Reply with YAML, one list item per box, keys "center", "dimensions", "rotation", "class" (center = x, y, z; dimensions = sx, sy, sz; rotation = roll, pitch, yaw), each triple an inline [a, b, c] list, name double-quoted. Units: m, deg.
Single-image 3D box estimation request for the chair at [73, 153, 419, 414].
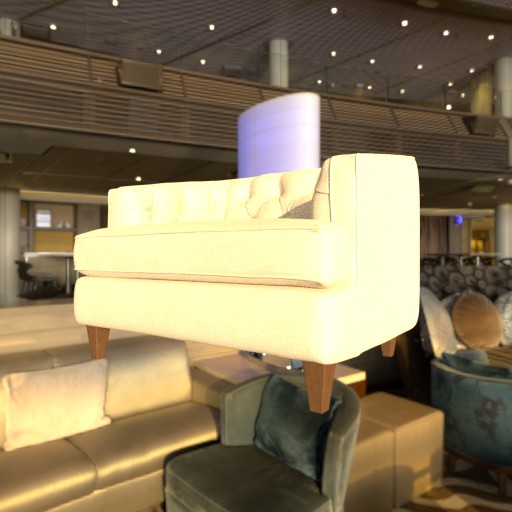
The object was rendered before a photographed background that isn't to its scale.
- center: [0.000, 0.000, 1.717]
  dimensions: [1.118, 0.787, 0.914]
  rotation: [0, 0, 37]
  class: "chair"
